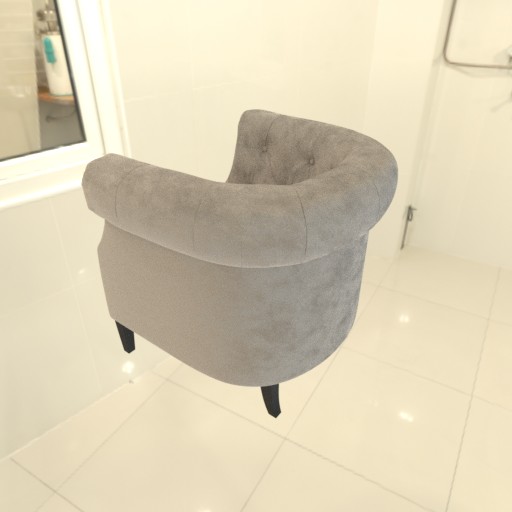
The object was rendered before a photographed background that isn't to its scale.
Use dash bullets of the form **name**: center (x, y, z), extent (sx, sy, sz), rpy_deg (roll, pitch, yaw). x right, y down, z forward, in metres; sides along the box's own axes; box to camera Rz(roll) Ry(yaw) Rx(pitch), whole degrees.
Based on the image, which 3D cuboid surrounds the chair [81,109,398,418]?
- **chair**: center (0.000, 0.000, 1.598), extent (0.851, 0.826, 0.904), rpy_deg (22, 38, 31)
